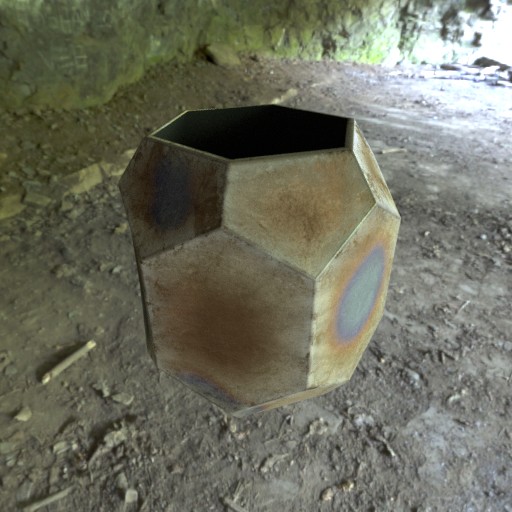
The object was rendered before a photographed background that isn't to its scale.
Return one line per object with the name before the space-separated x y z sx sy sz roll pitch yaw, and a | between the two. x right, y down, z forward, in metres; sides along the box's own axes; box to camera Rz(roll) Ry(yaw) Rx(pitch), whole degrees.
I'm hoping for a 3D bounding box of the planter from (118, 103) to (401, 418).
planter | 0.000 0.000 0.411 0.221 0.238 0.243 -10 32 -16
